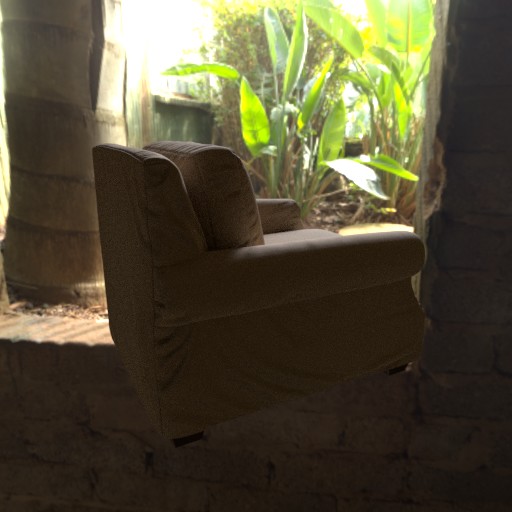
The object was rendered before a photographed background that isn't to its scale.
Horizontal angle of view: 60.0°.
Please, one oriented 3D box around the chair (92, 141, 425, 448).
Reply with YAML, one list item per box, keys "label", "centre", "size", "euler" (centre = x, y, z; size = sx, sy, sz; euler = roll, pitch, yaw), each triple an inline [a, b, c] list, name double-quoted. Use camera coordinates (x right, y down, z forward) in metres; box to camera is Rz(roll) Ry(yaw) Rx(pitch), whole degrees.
- label: "chair"
  centre: [0.000, 0.000, 1.711]
  size: [1.066, 0.866, 0.940]
  euler: [-9, 19, -27]
